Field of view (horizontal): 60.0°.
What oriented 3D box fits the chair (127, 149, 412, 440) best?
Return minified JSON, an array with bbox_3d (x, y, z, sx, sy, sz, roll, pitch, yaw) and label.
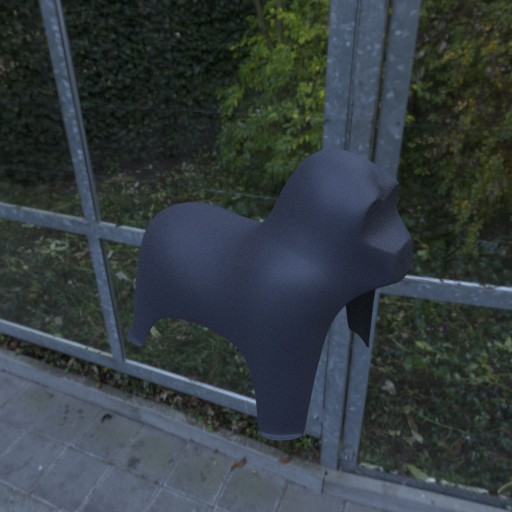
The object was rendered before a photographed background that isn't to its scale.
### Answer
[{"bbox_3d":[0.000,0.000,1.145,0.758,0.600,0.490,18,32,31],"label":"chair"}]
